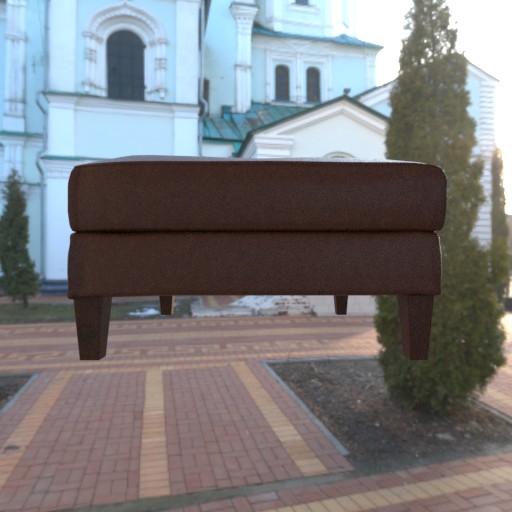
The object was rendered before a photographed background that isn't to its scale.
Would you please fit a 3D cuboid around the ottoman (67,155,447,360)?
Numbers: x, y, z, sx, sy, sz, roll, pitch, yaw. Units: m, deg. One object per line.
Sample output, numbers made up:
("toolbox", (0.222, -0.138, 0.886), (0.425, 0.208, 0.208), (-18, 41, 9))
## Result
("ottoman", (0.000, 0.000, 1.420), (0.836, 0.472, 0.987), (0, -1, 0))
